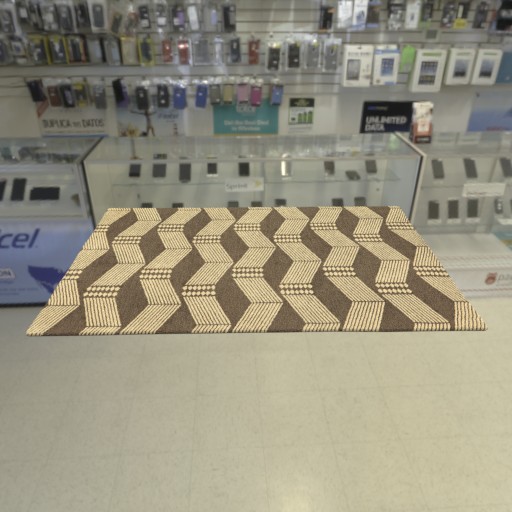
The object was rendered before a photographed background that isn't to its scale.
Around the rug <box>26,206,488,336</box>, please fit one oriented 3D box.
[{"bbox_3d":[0.000,0.000,2.270,1.833,0.016,1.210,-1,30,-1],"label":"rug"}]
